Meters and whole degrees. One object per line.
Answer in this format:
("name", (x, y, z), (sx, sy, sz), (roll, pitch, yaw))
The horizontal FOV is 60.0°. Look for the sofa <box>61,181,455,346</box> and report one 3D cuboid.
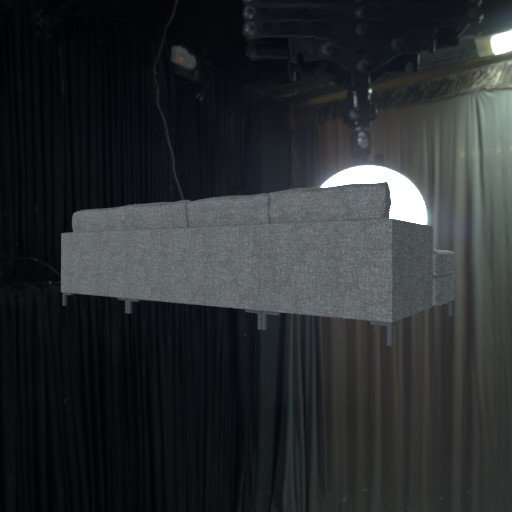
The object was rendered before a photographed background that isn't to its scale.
("sofa", (0.000, 0.000, 4.302), (3.423, 0.999, 2.048), (0, 0, 35))
